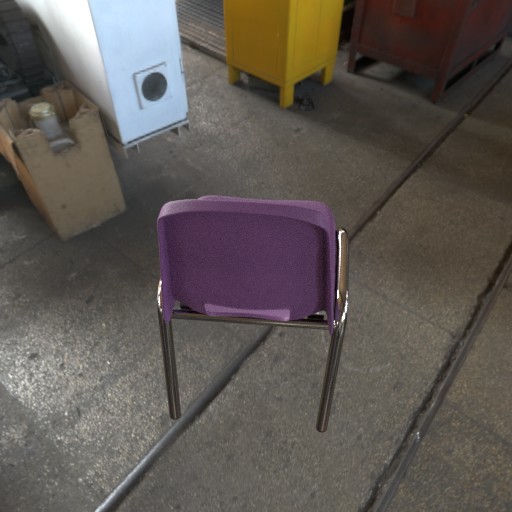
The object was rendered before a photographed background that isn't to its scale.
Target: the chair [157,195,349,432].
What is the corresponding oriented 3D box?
[{"bbox_3d":[0.000,0.000,0.831,0.356,0.584,0.419,4,48,3],"label":"chair"}]
